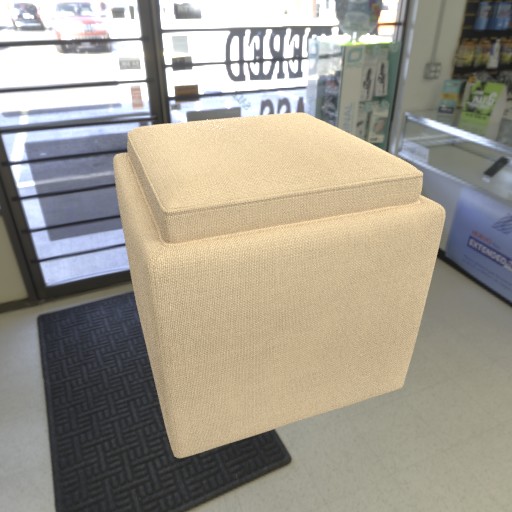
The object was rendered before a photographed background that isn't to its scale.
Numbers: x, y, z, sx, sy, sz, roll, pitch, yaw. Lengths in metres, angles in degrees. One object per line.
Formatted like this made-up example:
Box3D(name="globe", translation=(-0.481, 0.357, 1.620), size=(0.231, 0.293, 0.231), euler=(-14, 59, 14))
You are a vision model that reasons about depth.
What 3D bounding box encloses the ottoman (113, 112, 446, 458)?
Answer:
Box3D(name="ottoman", translation=(0.000, 0.000, 0.834), size=(0.450, 0.460, 0.451), euler=(-11, 32, -18))
